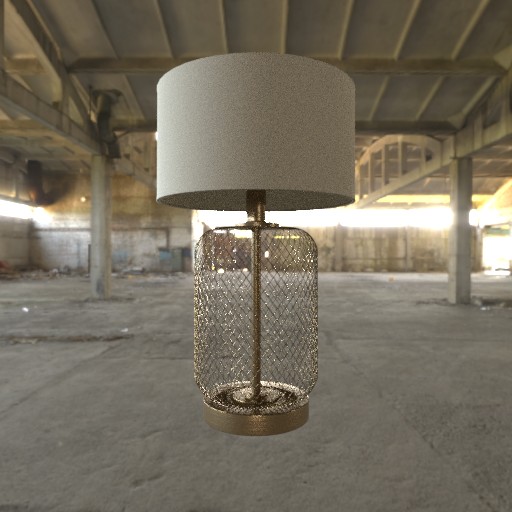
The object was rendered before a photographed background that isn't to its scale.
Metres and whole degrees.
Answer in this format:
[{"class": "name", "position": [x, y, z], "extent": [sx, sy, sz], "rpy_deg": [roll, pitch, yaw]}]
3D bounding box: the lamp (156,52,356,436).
[{"class": "lamp", "position": [0.000, 0.000, 0.805], "extent": [0.353, 0.578, 0.353], "rpy_deg": [0, 0, 0]}]
